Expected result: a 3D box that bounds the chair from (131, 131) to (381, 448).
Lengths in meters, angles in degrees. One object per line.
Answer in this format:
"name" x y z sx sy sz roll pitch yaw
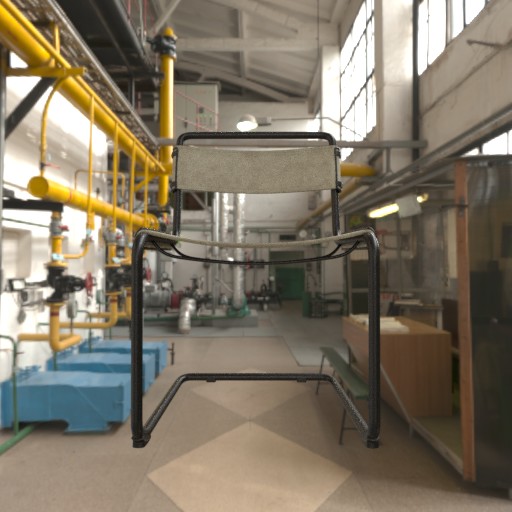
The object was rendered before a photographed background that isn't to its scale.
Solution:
"chair" 0.000 0.000 1.078 0.499 0.747 0.497 0 -1 0
